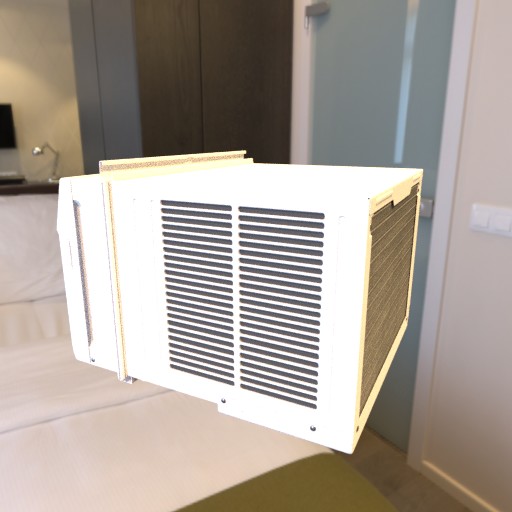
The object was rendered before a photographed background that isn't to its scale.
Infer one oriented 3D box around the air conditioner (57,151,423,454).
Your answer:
[{"bbox_3d":[0.000,0.000,0.885,0.546,0.388,0.503,8,17,26],"label":"air conditioner"}]
